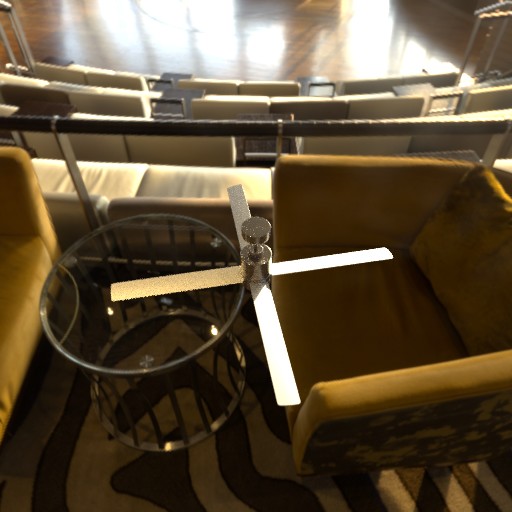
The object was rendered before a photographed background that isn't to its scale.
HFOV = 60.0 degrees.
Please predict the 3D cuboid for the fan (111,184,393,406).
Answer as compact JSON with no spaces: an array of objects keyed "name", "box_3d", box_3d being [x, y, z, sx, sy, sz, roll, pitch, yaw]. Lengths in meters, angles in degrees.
[{"name":"fan","box_3d":[0.000,0.000,1.986,1.322,0.355,1.322,-8,47,-7]}]
